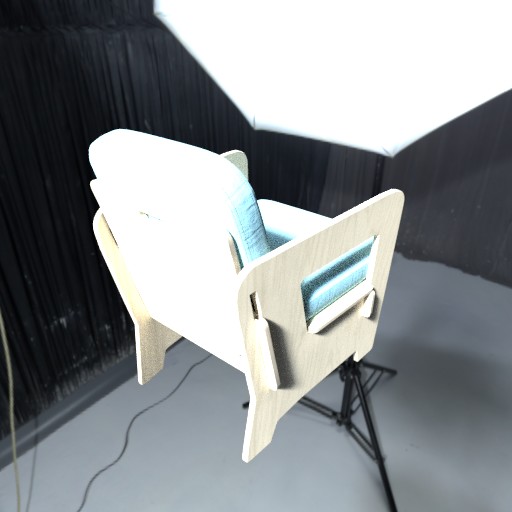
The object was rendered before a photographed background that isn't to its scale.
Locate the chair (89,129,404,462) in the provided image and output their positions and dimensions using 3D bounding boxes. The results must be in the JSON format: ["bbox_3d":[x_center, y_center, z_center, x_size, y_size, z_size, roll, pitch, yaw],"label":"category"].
[{"bbox_3d":[0.000,0.000,1.268,0.590,0.800,0.710,22,37,33],"label":"chair"}]
